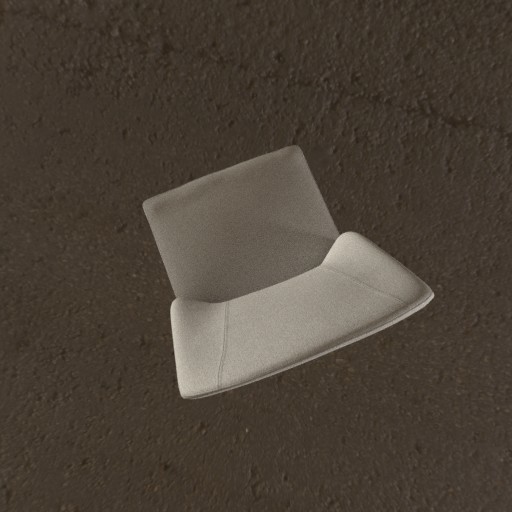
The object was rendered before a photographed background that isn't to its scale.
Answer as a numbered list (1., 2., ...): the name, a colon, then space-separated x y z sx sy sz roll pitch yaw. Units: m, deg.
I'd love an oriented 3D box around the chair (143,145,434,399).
1. chair: 0.000 0.000 1.151 0.472 0.893 0.540 -21 78 -5
